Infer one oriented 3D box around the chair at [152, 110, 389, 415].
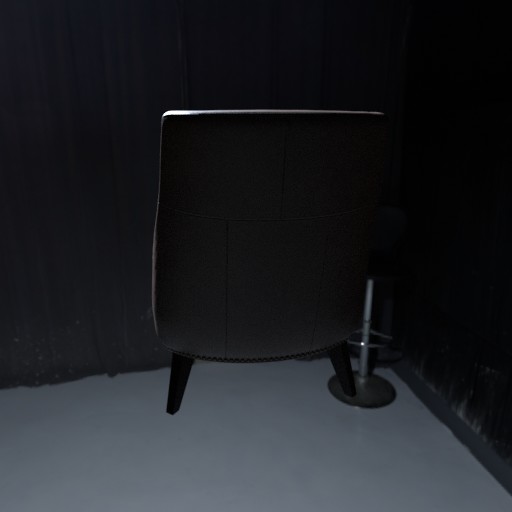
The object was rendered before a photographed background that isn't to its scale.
[{"bbox_3d":[0.000,0.000,1.497,0.701,0.909,0.861,-3,16,-9],"label":"chair"}]
